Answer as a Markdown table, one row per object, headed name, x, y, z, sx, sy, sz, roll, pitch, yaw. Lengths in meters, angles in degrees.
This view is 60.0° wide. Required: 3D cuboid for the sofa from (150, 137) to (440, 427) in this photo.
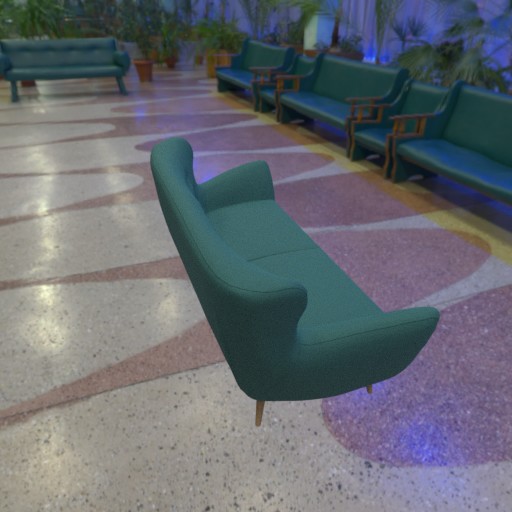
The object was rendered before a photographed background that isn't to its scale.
| name | x | y | z | sx | sy | sz | roll | pitch | yaw |
| --- | --- | --- | --- | --- | --- | --- | --- | --- | --- |
| sofa | 0.000 | 0.000 | 2.446 | 0.889 | 0.890 | 1.930 | -11 | 33 | -17 |
